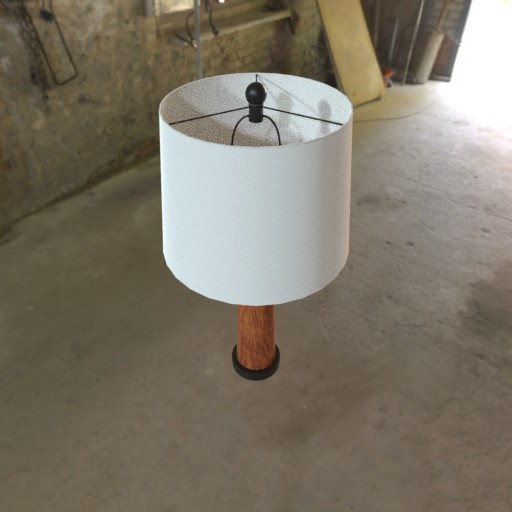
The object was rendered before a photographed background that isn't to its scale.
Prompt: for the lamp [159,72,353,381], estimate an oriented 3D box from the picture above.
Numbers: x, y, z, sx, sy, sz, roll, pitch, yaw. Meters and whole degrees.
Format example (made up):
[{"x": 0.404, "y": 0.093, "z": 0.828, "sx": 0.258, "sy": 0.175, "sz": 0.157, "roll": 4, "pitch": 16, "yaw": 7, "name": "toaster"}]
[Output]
[{"x": 0.000, "y": 0.000, "z": 0.867, "sx": 0.349, "sy": 0.667, "sz": 0.349, "roll": 0, "pitch": 40, "yaw": 0, "name": "lamp"}]
